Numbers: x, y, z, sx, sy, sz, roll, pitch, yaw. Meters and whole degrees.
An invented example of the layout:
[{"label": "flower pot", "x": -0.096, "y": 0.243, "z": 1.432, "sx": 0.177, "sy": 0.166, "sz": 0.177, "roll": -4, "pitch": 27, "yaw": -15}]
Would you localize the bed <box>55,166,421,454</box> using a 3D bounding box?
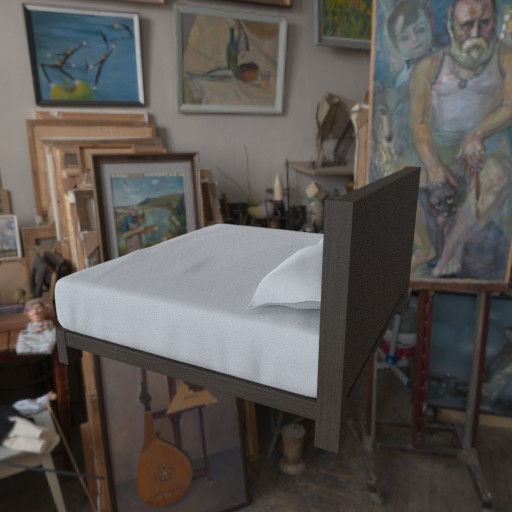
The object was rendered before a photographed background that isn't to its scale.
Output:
[{"label": "bed", "x": 0.000, "y": 0.000, "z": 3.403, "sx": 2.012, "sy": 1.270, "sz": 2.134, "roll": 8, "pitch": 18, "yaw": 26}]
